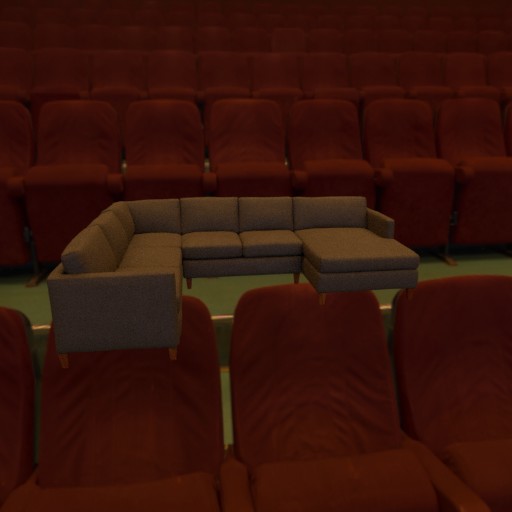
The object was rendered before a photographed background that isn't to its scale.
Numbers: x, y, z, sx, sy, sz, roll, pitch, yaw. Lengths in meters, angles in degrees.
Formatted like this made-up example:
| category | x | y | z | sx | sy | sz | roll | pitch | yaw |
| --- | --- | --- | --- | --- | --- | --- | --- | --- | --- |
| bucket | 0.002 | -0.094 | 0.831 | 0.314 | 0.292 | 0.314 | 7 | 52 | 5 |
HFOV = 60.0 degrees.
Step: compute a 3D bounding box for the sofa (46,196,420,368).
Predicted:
| category | x | y | z | sx | sy | sz | roll | pitch | yaw |
| --- | --- | --- | --- | --- | --- | --- | --- | --- | --- |
| sofa | 0.000 | 0.000 | 4.700 | 3.460 | 0.961 | 2.594 | -2 | 16 | -8 |
